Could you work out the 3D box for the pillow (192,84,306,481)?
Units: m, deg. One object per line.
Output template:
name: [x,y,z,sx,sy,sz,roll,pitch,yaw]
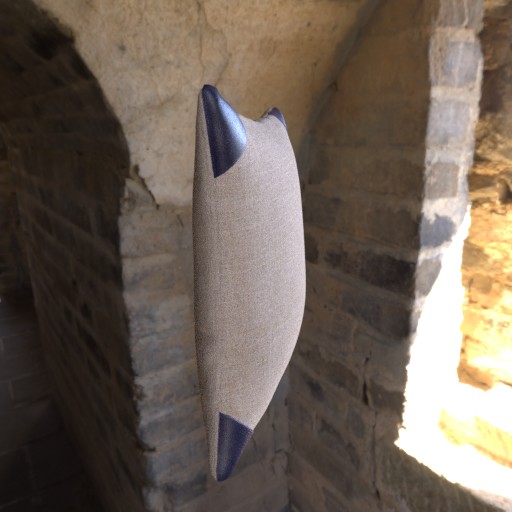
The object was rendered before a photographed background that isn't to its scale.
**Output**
pillow: [0.000,0.000,0.661,0.147,0.441,0.440,3,16,9]
